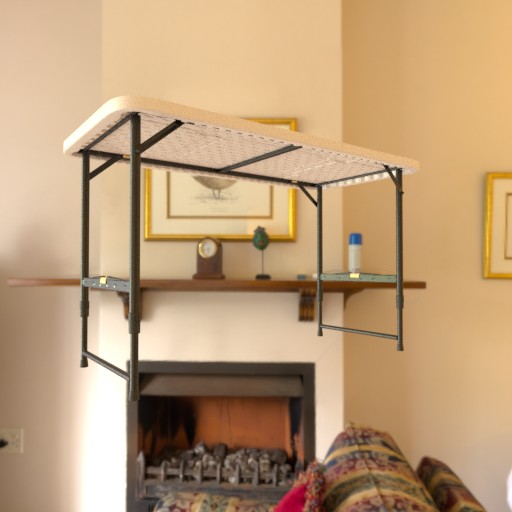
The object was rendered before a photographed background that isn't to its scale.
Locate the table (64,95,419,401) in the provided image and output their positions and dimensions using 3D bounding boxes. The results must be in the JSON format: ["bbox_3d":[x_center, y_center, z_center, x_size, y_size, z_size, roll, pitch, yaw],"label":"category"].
[{"bbox_3d":[0.000,0.000,1.609,1.219,0.737,0.610,1,-2,-36],"label":"table"}]
